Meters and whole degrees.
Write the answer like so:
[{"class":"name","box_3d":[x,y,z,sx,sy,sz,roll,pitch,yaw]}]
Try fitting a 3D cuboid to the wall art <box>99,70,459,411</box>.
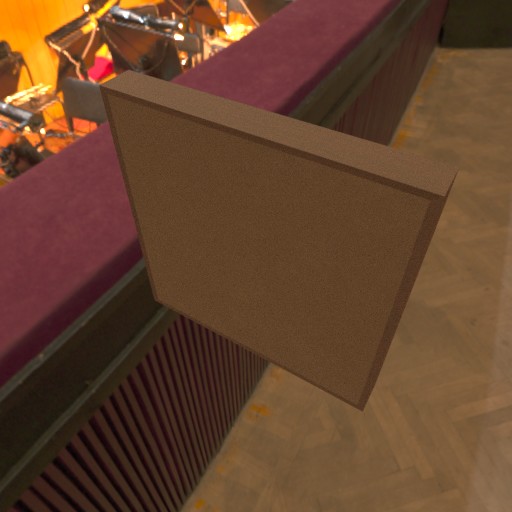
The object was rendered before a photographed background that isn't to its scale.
[{"class":"wall art","box_3d":[0.000,0.000,0.457,0.304,0.303,0.038,24,50,22]}]
